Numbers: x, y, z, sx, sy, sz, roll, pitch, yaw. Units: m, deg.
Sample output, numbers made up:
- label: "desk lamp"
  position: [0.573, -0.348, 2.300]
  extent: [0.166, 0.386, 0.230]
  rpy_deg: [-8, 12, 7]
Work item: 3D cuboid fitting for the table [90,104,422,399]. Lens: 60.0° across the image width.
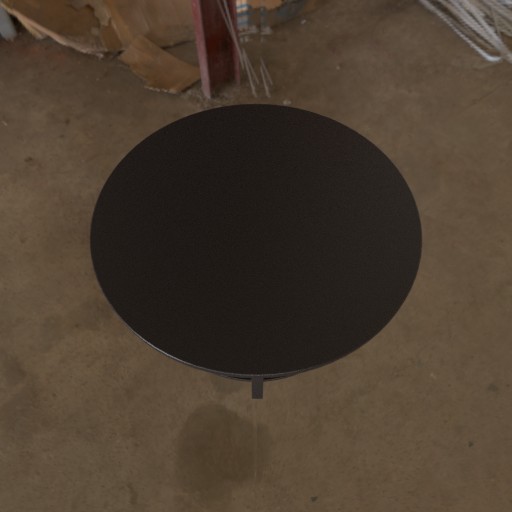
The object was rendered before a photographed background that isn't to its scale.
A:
- label: "table"
  position: [0.000, 0.000, 1.433]
  extent: [0.914, 0.457, 0.914]
  rpy_deg: [0, 58, 0]
